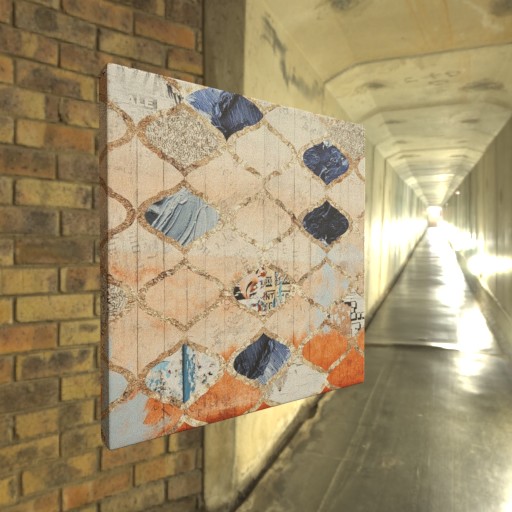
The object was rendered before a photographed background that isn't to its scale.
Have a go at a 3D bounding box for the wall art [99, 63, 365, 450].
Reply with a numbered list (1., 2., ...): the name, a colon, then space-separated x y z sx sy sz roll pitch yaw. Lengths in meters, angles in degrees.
1. wall art: 0.000 0.000 0.741 0.507 0.508 0.038 -1 1 -36
